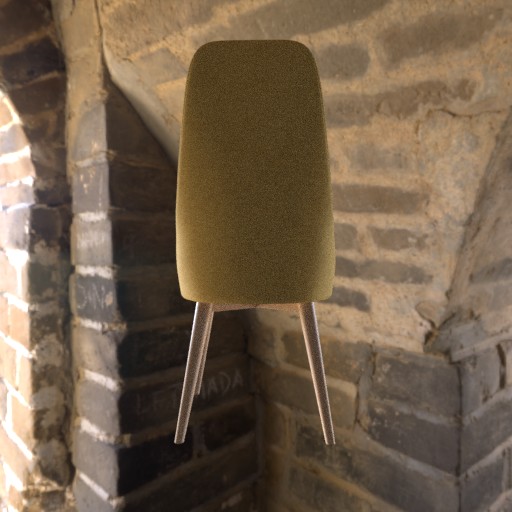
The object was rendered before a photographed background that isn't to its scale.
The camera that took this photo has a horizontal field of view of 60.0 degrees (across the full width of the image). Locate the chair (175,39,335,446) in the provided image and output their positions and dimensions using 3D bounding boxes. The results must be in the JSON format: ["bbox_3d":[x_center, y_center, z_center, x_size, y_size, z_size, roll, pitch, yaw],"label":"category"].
[{"bbox_3d":[0.000,0.000,1.383,0.510,1.040,0.660,0,-1,1],"label":"chair"}]
